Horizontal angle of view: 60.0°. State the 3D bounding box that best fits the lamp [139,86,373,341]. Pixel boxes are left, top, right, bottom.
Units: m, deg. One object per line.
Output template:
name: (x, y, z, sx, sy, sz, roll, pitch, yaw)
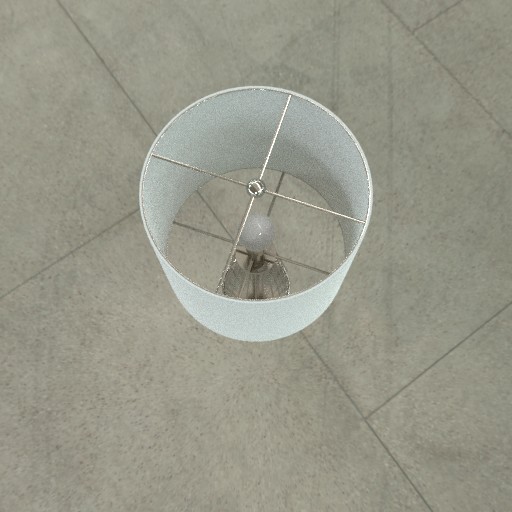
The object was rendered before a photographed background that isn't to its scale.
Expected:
lamp: (0.000, 0.000, 0.784, 0.303, 0.618, 0.303, 0, 76, 0)
